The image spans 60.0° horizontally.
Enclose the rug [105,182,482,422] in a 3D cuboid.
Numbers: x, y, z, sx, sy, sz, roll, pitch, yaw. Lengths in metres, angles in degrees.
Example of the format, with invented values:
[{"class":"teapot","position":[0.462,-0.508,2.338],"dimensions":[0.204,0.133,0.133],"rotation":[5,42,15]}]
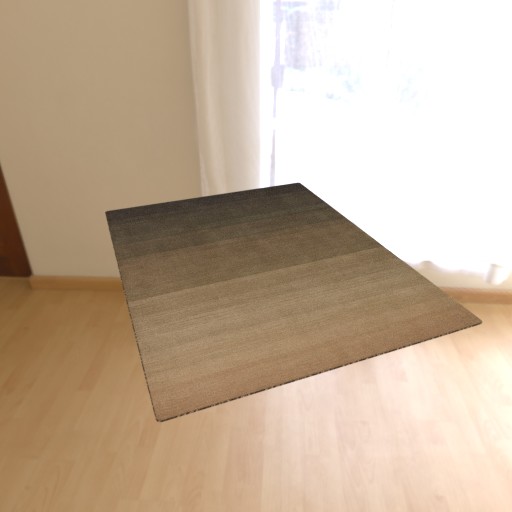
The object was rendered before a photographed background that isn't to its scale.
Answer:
[{"class":"rug","position":[0.000,0.000,3.907],"dimensions":[2.306,0.017,2.902],"rotation":[-11,32,-19]}]
